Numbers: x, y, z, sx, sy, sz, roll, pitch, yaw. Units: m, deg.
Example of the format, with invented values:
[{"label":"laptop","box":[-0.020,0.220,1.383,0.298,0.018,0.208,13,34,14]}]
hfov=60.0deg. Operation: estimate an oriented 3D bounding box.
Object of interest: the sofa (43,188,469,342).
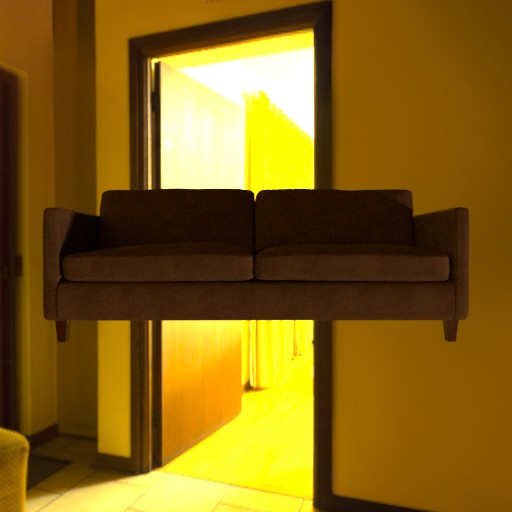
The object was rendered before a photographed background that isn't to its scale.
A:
[{"label":"sofa","box":[0.000,0.000,2.940,2.434,0.965,0.951,0,1,0]}]
